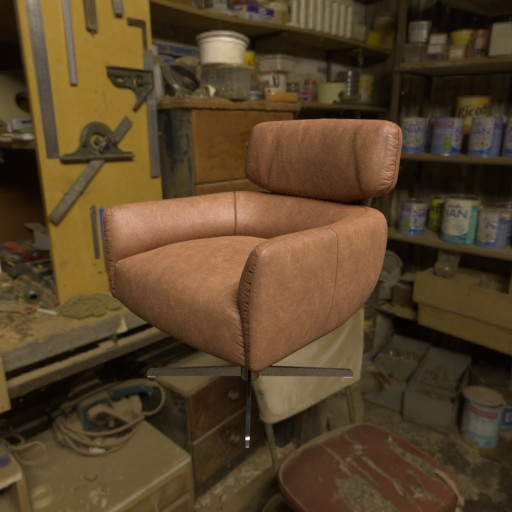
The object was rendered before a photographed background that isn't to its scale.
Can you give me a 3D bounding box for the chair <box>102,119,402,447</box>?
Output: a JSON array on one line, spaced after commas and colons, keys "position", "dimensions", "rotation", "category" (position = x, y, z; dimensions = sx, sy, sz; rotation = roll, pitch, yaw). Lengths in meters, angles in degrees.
[{"position": [0.000, 0.000, 1.357], "dimensions": [0.715, 0.812, 0.706], "rotation": [-15, 22, -43], "category": "chair"}]
